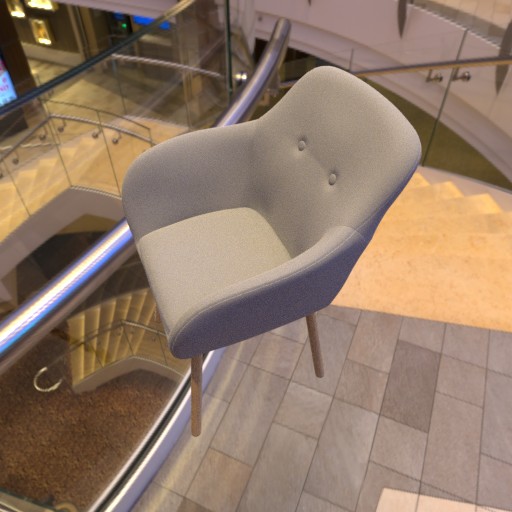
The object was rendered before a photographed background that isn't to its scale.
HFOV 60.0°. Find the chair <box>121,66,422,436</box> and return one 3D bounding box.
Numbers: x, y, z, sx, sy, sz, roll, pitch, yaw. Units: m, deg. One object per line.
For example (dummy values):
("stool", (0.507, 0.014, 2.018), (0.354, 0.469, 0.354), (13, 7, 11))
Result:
("chair", (0.000, 0.000, 1.198), (0.590, 0.830, 0.570), (-17, 48, -16))
